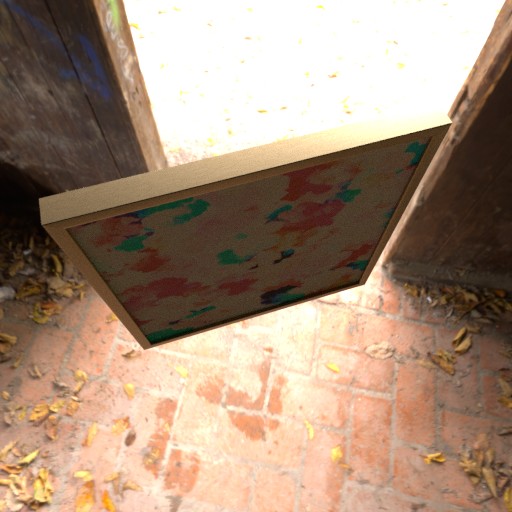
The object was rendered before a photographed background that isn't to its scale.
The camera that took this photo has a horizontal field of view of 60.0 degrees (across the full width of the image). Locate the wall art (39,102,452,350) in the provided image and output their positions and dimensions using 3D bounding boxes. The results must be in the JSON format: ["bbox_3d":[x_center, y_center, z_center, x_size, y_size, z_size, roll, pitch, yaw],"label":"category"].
[{"bbox_3d":[0.000,0.000,0.761,0.510,0.509,0.037,-15,64,-8],"label":"wall art"}]
